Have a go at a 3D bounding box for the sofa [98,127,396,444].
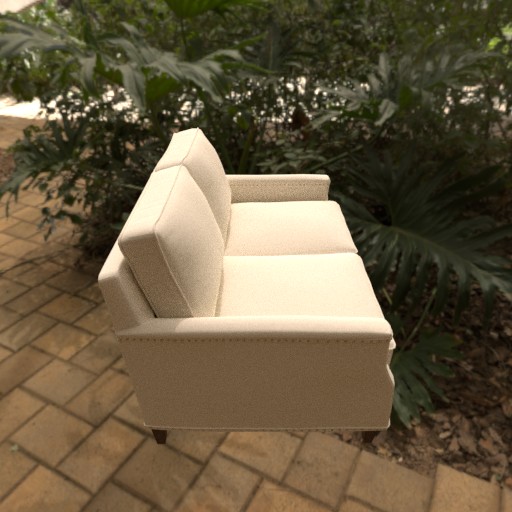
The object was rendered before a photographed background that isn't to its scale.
[{"bbox_3d":[0.000,0.000,2.280,1.084,1.003,1.597,0,31,0],"label":"sofa"}]
